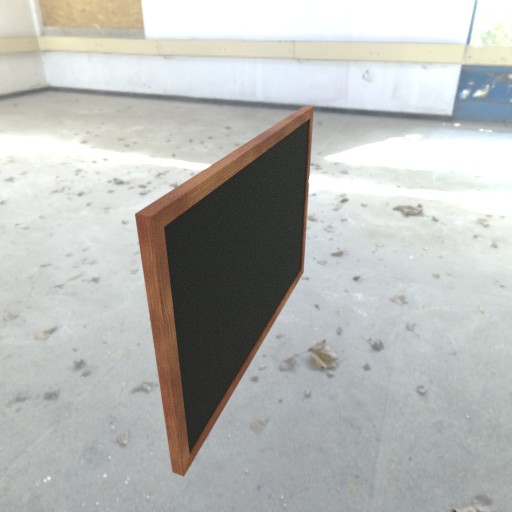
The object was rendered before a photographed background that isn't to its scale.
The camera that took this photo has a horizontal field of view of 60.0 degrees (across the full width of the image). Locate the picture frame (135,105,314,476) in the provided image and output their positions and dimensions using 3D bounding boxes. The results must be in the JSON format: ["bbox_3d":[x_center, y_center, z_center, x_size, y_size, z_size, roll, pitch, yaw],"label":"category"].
[{"bbox_3d":[0.000,0.000,1.231,0.029,0.640,0.950,11,31,19],"label":"picture frame"}]
